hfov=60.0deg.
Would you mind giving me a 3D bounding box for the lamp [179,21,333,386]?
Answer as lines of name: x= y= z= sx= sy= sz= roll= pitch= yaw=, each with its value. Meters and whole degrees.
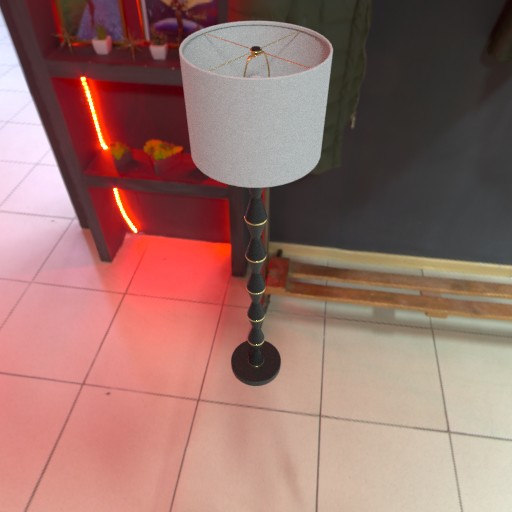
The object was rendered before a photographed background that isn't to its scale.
lamp: x=0.000 y=0.000 z=1.627 sx=0.381 sy=1.480 sz=0.381 roll=31 pitch=53 yaw=27
